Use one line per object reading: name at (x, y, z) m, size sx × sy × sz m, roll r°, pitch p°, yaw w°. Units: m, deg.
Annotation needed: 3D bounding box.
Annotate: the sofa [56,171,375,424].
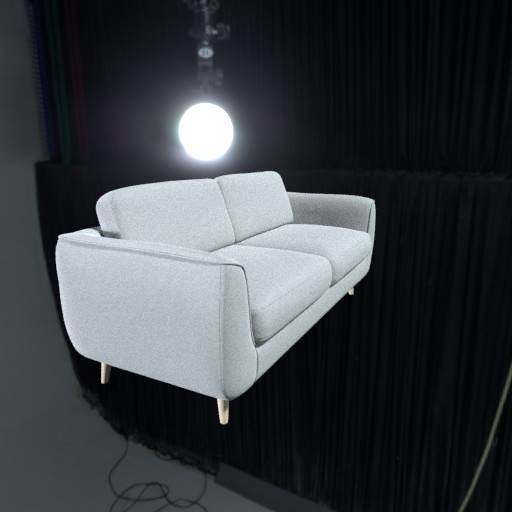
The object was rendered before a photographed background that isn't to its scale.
sofa at (0.000, 0.000, 2.450) m, size 0.920 × 0.850 × 2.000 m, roll 7°, pitch 16°, yaw 27°
